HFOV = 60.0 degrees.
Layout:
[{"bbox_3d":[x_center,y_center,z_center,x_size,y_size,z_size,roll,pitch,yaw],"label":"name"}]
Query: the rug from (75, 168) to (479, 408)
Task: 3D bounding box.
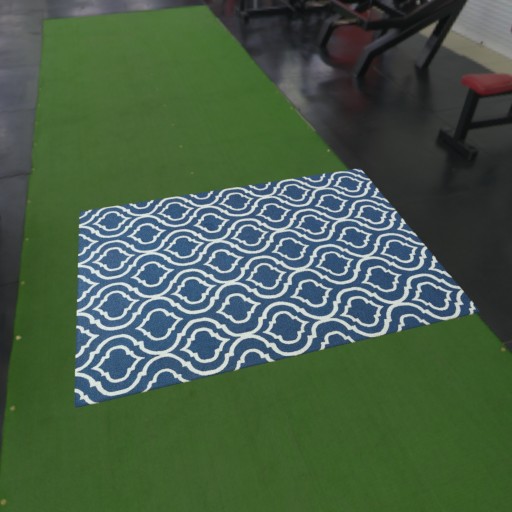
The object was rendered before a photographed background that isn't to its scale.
[{"bbox_3d":[0.000,0.000,2.763,2.134,0.010,1.524,-11,44,-11],"label":"rug"}]
